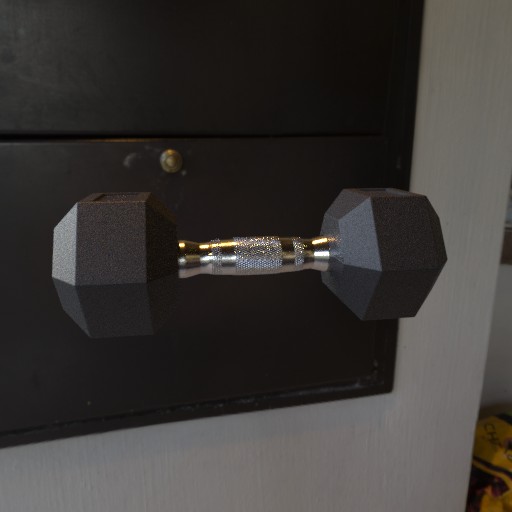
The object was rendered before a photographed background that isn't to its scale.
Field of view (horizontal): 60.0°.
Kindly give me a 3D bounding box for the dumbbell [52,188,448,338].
[{"bbox_3d":[0.000,0.000,0.332,0.272,0.092,0.106,-2,15,-9],"label":"dumbbell"}]
